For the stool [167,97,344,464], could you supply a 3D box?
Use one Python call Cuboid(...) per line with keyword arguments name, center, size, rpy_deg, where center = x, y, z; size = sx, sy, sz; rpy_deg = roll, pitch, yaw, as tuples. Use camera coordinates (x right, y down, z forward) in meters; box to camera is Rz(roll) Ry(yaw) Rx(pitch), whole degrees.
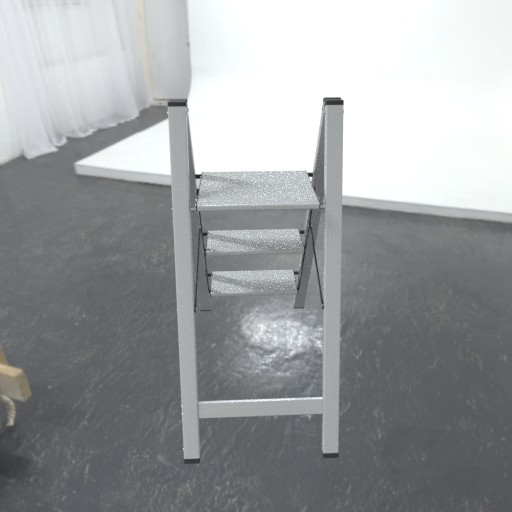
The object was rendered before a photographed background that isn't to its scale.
Cuboid(name="stool", center=(0.000, 0.000, 1.331), size=(0.441, 0.902, 0.730), rpy_deg=(-1, 30, -2))
